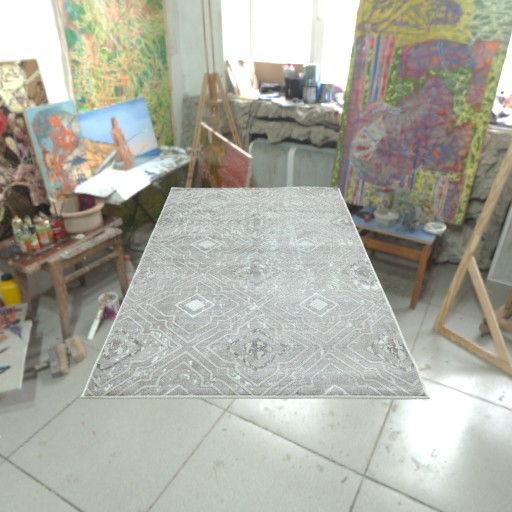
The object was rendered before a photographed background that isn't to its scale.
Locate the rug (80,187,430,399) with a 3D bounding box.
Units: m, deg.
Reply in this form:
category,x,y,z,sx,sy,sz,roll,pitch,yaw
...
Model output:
category,x,y,z,sx,sy,sz,roll,pitch,yaw
rug,0.000,0.000,2.983,1.537,0.036,2.447,0,31,0
